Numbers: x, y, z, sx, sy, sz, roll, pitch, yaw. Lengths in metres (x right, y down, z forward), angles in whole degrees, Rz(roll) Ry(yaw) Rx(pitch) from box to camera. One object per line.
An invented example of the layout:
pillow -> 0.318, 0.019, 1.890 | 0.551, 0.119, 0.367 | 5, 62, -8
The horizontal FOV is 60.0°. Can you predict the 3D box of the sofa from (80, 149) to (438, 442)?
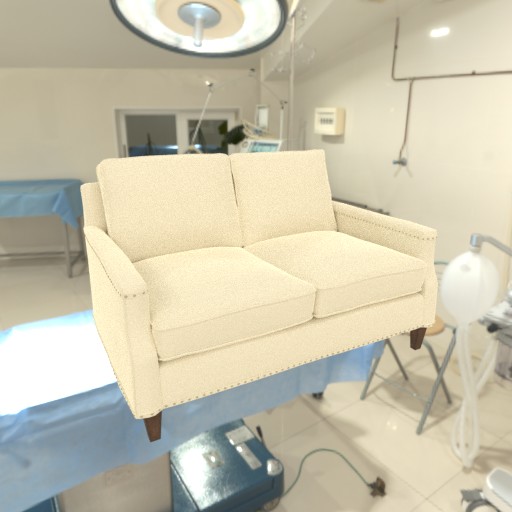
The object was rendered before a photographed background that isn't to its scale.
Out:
sofa -> 0.000, 0.000, 2.306 | 1.597, 1.003, 1.084 | -10, 21, -27
